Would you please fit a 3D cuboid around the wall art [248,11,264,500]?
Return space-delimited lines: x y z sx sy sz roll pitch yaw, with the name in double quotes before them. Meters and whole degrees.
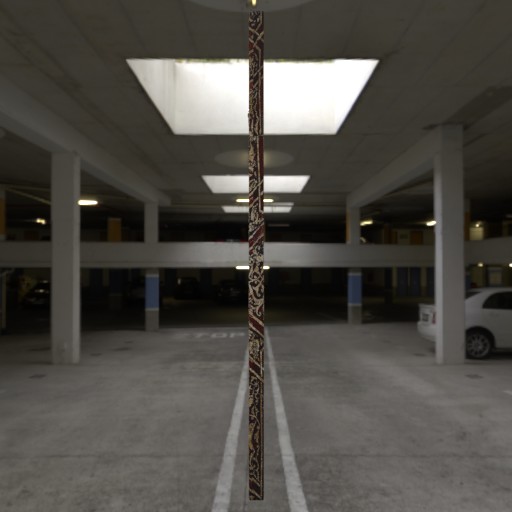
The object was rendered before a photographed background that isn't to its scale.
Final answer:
"wall art" 0.000 0.000 1.118 0.030 0.904 0.599 0 -1 0
